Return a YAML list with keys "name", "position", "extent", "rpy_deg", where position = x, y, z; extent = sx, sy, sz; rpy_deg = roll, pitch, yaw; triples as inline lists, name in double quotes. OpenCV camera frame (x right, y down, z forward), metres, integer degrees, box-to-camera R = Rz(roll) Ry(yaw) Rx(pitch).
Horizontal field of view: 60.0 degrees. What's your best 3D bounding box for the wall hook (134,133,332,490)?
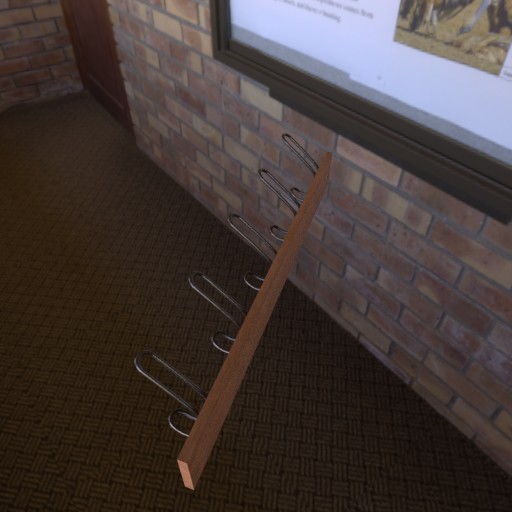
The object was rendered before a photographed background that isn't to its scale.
- name: "wall hook"
  position: [0.000, 0.000, 0.591]
  extent: [0.076, 0.116, 0.554]
  rpy_deg: [14, 46, 14]
